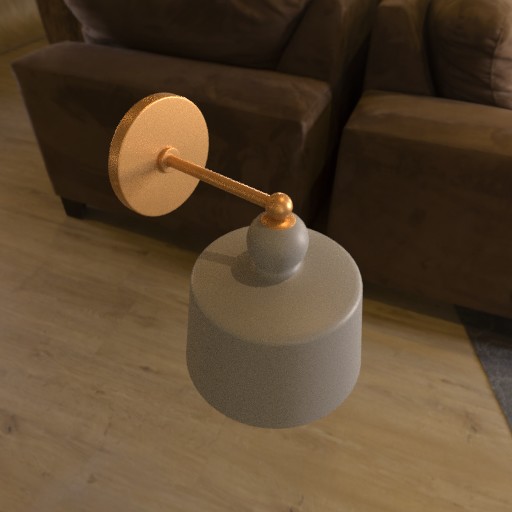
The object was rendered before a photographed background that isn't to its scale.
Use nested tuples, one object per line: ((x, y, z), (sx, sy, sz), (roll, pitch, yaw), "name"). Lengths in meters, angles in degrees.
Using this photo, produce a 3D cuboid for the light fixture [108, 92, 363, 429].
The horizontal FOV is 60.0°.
((0.000, 0.000, 0.448), (0.254, 0.268, 0.204), (27, 48, 27), "light fixture")
